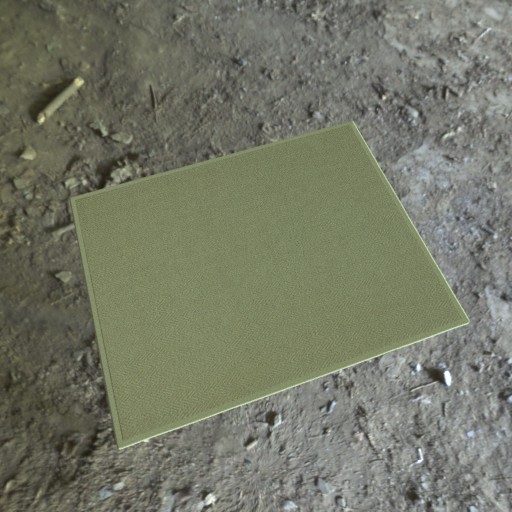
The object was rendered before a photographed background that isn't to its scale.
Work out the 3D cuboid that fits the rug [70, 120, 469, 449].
[{"bbox_3d":[0.000,0.000,4.070,3.051,0.020,2.407,-17,65,-8],"label":"rug"}]
